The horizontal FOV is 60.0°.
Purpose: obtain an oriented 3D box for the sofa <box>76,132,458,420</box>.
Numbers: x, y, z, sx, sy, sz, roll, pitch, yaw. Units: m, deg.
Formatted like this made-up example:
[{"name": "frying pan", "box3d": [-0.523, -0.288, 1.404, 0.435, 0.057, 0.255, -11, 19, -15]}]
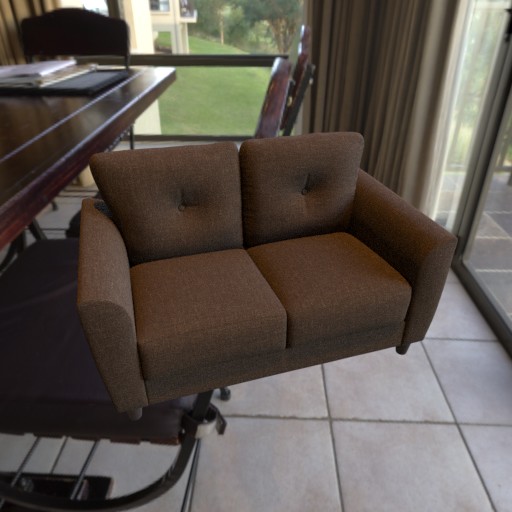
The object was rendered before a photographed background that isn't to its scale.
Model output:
[{"name": "sofa", "box3d": [0.000, 0.000, 1.971, 1.423, 0.885, 0.851, -9, 33, -15]}]
